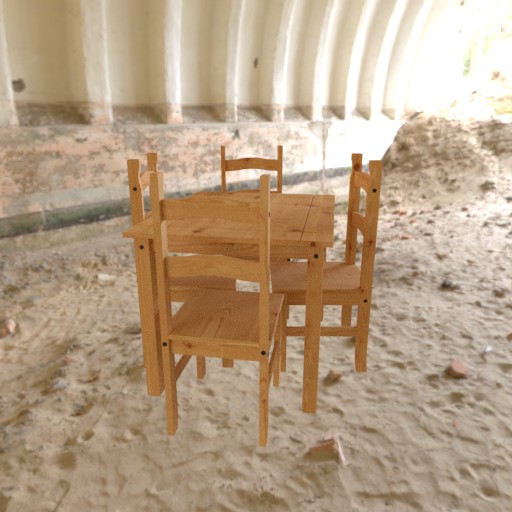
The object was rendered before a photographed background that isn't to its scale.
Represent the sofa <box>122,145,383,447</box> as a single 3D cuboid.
[{"bbox_3d":[0.000,0.000,2.245,1.144,1.000,1.529,3,18,9],"label":"sofa"}]
